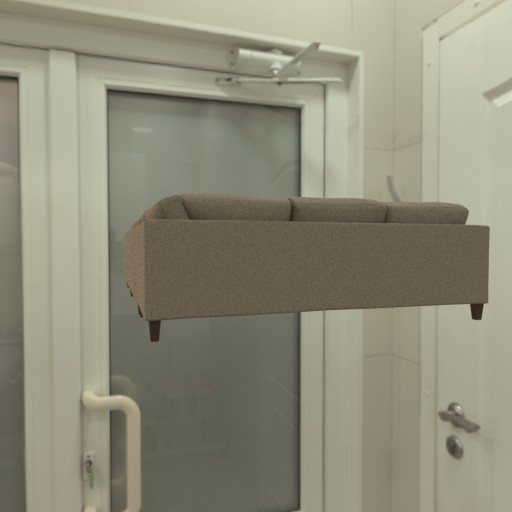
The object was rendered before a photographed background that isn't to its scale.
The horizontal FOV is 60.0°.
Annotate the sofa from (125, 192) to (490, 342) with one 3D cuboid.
[{"bbox_3d":[0.000,0.000,4.431,2.424,0.865,3.438,0,2,-18],"label":"sofa"}]
